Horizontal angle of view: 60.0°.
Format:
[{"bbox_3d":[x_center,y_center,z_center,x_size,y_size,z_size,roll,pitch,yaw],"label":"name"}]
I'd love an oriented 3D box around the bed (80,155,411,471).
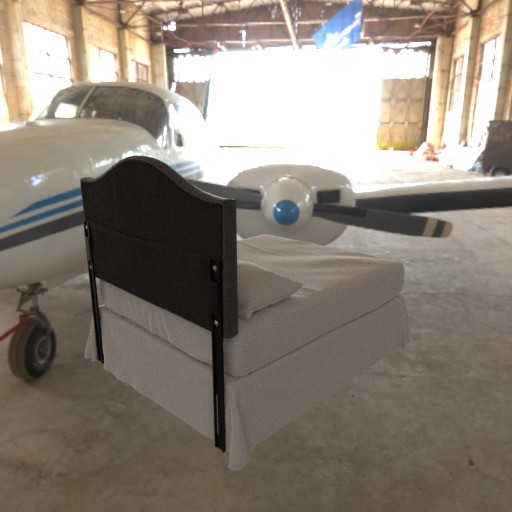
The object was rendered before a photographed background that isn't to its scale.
[{"bbox_3d":[0.000,0.000,3.559,1.876,1.645,2.221,15,21,42],"label":"bed"}]
